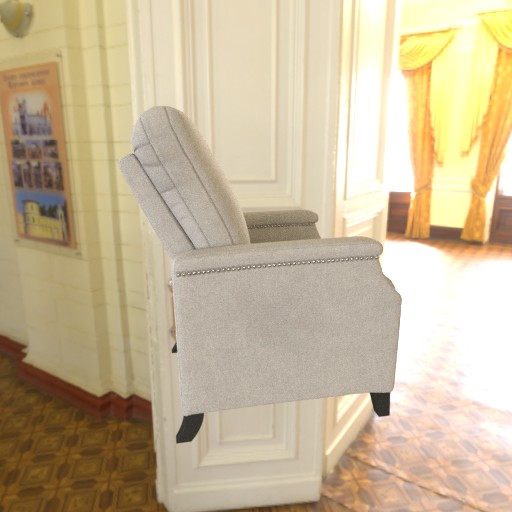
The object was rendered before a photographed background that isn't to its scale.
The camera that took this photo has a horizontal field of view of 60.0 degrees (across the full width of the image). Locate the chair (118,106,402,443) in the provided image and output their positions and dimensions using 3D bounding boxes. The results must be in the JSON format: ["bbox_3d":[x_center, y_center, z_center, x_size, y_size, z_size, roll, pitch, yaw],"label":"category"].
[{"bbox_3d":[0.000,0.000,1.693,0.922,1.049,0.710,-3,15,-11],"label":"chair"}]
